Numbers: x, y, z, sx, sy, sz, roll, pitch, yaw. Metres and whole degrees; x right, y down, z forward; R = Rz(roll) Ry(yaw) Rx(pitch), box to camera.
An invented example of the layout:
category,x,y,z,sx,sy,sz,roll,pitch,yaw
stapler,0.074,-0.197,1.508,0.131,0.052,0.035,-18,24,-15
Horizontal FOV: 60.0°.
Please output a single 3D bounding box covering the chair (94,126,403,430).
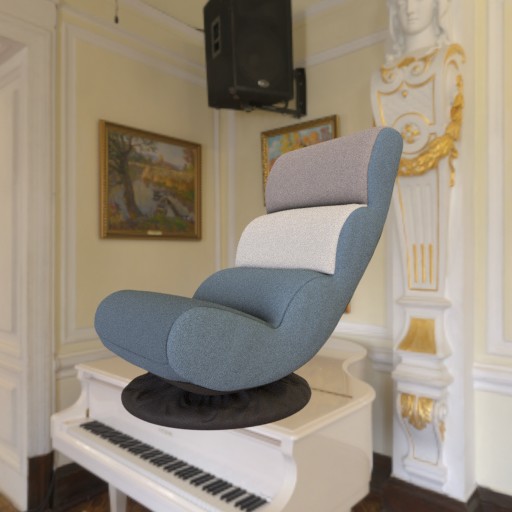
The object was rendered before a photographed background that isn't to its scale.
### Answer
category,x,y,z,sx,sy,sz,roll,pitch,yaw
chair,0.000,0.000,1.059,0.661,0.641,0.420,0,0,-37
